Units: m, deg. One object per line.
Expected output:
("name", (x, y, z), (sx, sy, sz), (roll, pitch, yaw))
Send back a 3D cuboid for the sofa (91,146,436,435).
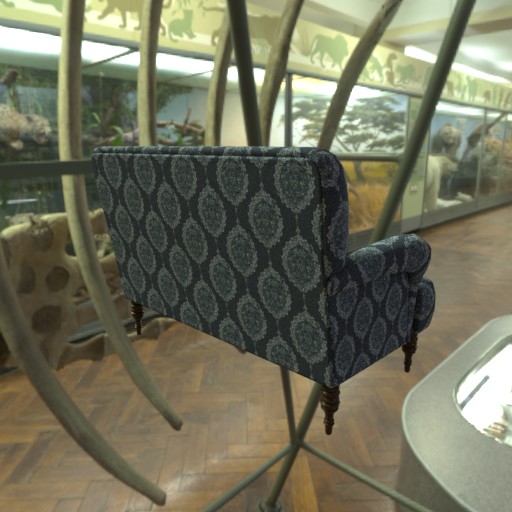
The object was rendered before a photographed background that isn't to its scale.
("sofa", (0.000, 0.000, 1.802), (1.297, 0.867, 0.779), (13, 19, 42))
